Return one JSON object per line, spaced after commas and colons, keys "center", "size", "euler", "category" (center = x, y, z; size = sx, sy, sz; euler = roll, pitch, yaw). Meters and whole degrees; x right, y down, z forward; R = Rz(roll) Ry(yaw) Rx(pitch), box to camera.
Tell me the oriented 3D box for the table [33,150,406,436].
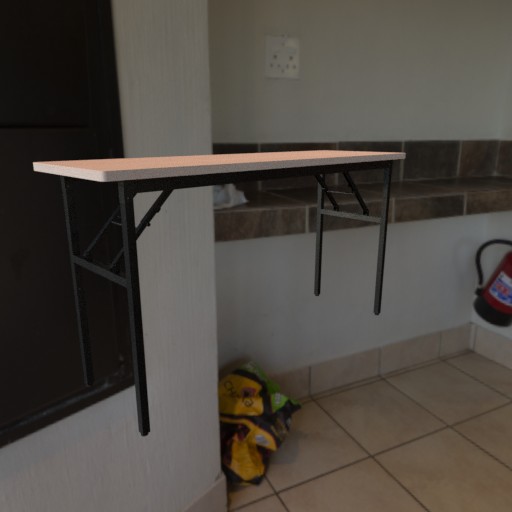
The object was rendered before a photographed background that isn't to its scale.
{"center": [0.000, 0.000, 1.713], "size": [1.397, 0.750, 0.447], "euler": [-15, 21, -42], "category": "table"}
